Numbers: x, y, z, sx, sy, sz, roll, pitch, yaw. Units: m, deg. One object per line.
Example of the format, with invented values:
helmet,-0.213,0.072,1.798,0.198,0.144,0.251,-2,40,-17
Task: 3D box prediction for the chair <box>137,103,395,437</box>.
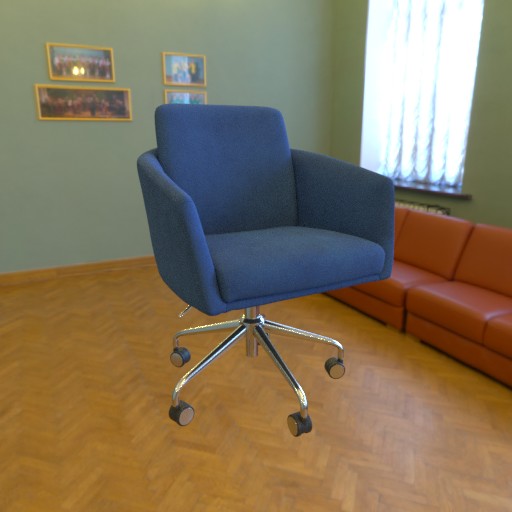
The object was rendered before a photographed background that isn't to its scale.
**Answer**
chair,0.000,0.000,1.356,0.641,0.908,0.635,-8,17,-27
